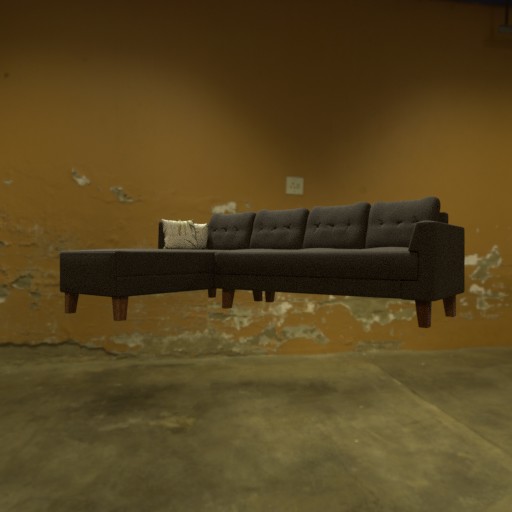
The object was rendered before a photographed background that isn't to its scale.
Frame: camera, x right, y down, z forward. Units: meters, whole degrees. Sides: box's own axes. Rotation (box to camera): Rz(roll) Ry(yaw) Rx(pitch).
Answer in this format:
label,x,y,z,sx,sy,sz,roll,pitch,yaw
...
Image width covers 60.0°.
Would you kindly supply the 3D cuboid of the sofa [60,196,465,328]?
label,x,y,z,sx,sy,sz,roll,pitch,yaw
sofa,0.000,0.000,3.515,2.679,0.932,1.829,0,0,38
